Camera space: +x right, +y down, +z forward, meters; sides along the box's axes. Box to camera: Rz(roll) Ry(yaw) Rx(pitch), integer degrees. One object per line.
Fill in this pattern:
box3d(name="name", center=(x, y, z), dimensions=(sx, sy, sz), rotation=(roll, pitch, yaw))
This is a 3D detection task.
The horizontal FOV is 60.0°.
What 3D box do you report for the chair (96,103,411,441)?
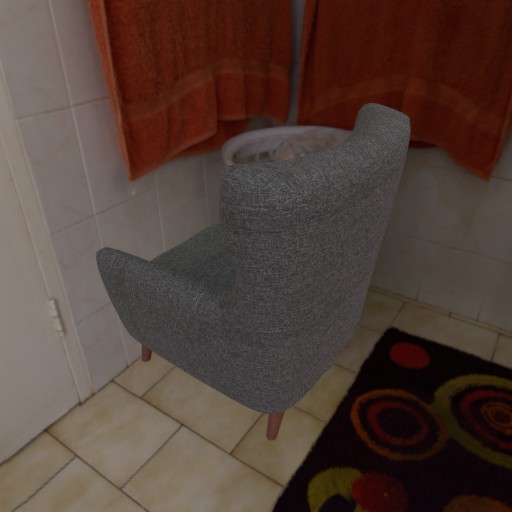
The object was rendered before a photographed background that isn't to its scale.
box3d(name="chair", center=(0.000, 0.000, 1.715), dimensions=(0.904, 1.063, 0.878), rotation=(21, 37, 30))
